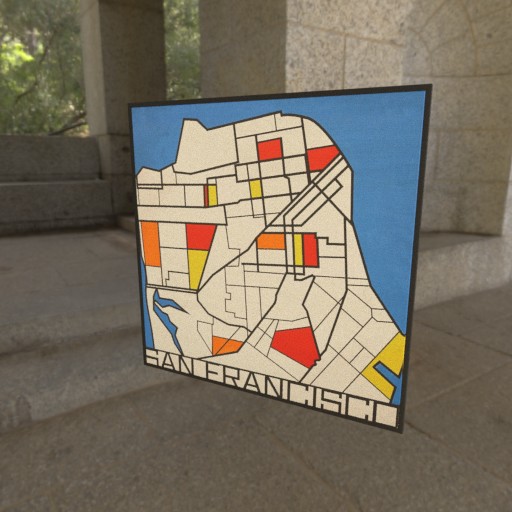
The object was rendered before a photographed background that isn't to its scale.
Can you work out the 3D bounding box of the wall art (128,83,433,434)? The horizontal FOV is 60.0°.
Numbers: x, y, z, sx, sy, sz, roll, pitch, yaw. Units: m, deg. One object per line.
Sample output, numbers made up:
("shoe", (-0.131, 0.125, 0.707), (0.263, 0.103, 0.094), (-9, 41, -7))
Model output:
("wall art", (0.000, 0.000, 0.965), (0.664, 0.663, 0.015), (7, 15, 26))
